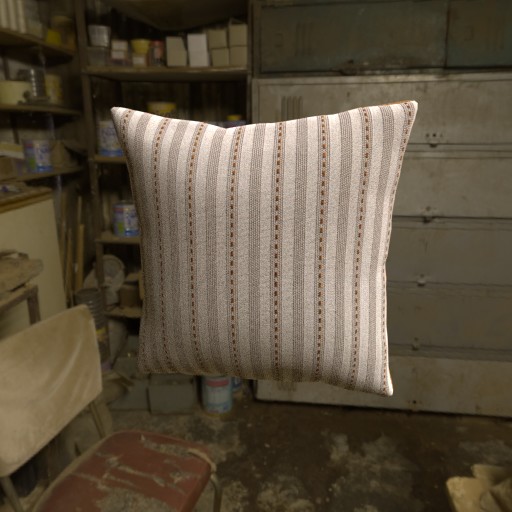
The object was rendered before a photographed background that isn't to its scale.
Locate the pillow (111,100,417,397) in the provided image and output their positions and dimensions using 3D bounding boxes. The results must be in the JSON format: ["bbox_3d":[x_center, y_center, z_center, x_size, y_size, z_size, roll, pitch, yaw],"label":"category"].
[{"bbox_3d":[0.000,0.000,0.664,0.432,0.437,0.147,2,16,9],"label":"pillow"}]
